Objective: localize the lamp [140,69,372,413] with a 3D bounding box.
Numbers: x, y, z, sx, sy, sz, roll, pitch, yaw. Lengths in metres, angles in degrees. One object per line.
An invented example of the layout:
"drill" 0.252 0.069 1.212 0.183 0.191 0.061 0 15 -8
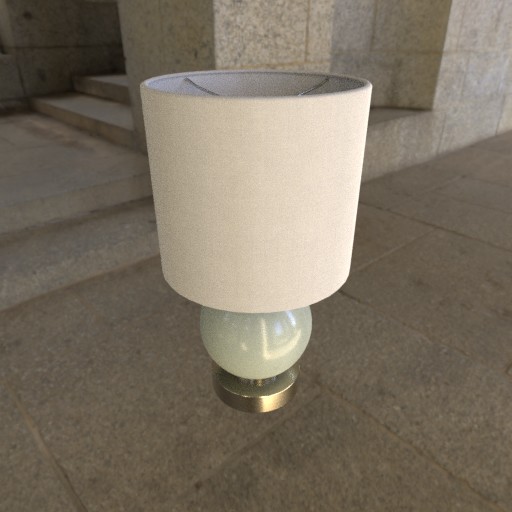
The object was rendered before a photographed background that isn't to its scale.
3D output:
"lamp" 0.000 0.000 0.475 0.201 0.353 0.201 9 29 16
